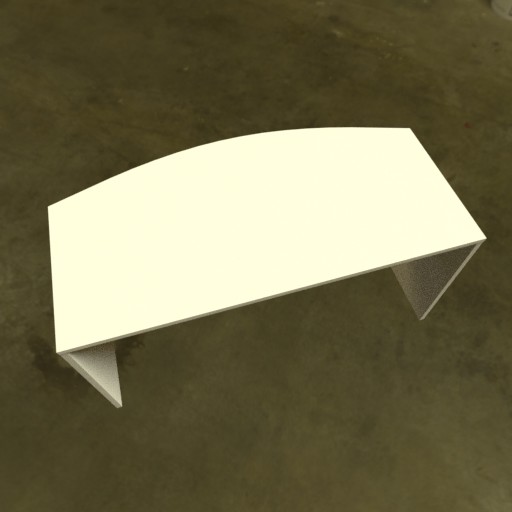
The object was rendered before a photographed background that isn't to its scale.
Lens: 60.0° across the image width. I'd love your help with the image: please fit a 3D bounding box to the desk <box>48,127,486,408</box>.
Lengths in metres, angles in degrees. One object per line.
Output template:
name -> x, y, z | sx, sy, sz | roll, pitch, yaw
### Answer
desk -> 0.000, 0.000, 2.094 | 1.600, 0.750, 0.802 | -14, 59, -9
